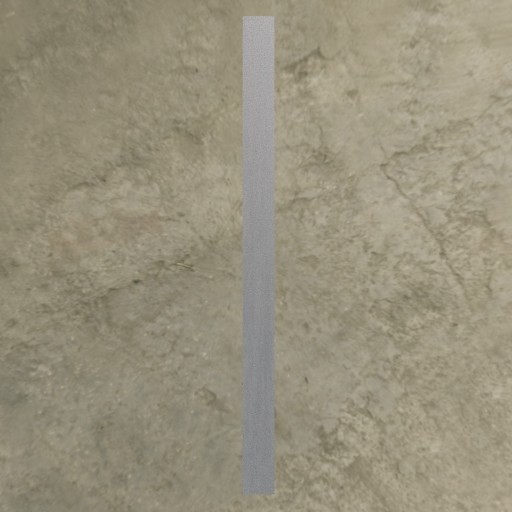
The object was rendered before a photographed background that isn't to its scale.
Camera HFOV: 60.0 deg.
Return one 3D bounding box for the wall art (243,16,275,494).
[{"bbox_3d":[0.000,0.000,0.742,0.037,0.450,0.557,0,89,-1],"label":"wall art"}]
